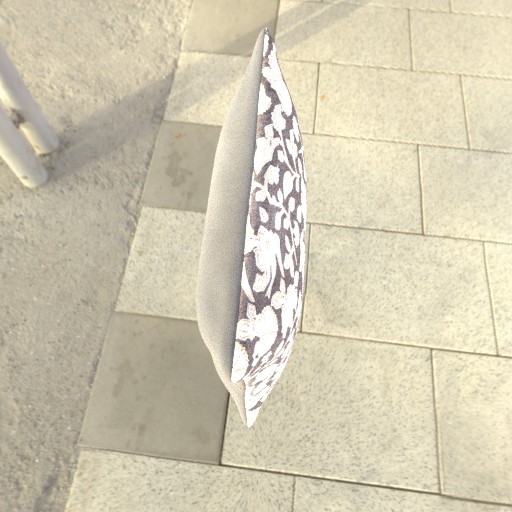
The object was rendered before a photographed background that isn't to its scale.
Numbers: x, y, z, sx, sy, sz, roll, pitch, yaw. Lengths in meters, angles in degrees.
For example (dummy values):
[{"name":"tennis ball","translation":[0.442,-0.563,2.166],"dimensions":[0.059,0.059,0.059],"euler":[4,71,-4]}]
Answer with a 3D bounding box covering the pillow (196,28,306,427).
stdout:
[{"name":"pillow","translation":[0.000,0.000,0.783],"dimensions":[0.166,0.507,0.526],"euler":[4,64,2]}]
